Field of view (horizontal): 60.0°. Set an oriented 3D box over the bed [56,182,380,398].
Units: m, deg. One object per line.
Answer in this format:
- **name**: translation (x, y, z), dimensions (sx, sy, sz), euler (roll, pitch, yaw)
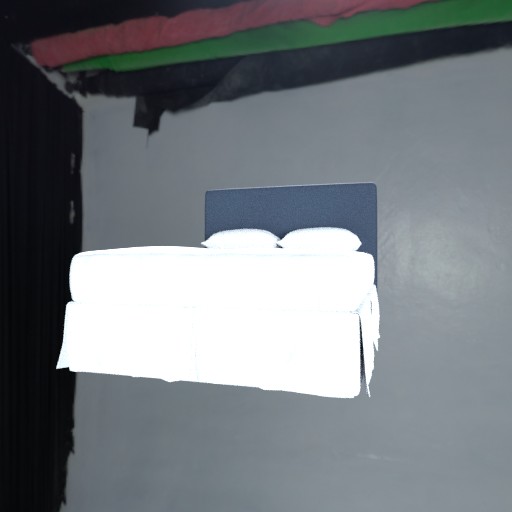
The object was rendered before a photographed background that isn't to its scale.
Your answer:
- **bed**: translation (0.000, 0.000, 3.225), dimensions (1.713, 1.330, 2.162), euler (0, 0, 17)
